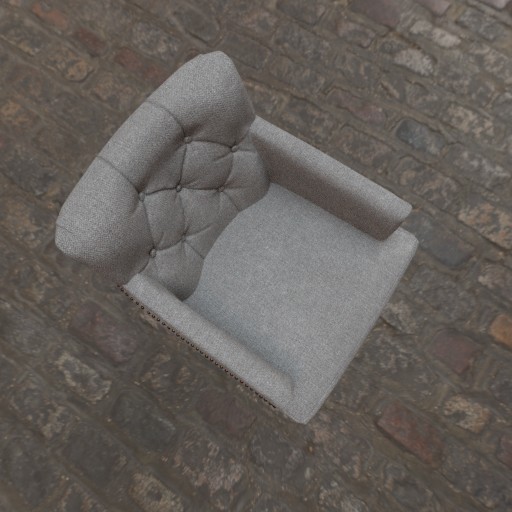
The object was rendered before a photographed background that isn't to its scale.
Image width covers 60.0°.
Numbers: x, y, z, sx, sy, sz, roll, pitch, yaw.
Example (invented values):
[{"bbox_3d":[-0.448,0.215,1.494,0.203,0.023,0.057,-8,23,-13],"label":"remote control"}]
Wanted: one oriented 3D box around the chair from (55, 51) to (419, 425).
[{"bbox_3d":[0.000,0.000,1.504,0.902,0.823,0.737,34,77,9],"label":"chair"}]
